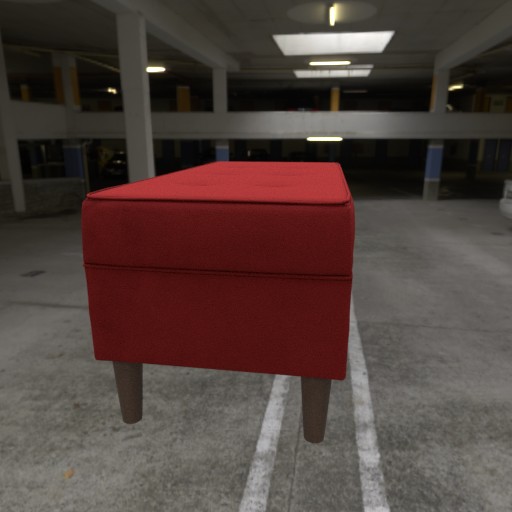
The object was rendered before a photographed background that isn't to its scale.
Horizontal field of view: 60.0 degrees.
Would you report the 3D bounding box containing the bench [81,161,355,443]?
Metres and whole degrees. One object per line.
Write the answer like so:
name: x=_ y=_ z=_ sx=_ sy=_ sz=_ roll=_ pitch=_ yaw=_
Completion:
bench: x=0.000 y=0.000 z=1.270 sx=0.492 sy=0.471 sz=1.016 roll=2 pitch=16 yaw=9
